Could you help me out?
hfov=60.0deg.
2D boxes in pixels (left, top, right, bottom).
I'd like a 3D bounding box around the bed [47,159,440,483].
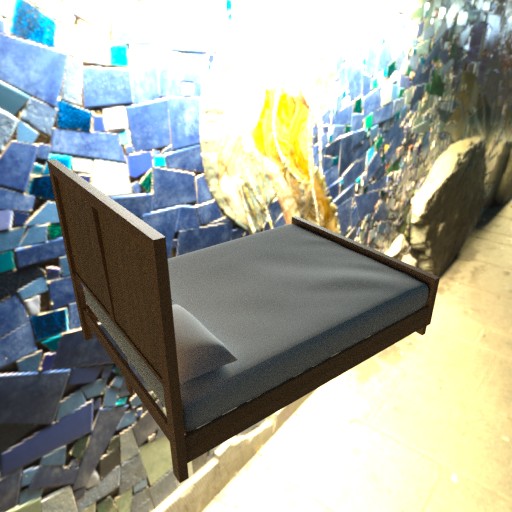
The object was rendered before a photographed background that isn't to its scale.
[{"bbox_3d":[0.000,0.000,3.180,2.184,1.387,1.606,-18,31,-33],"label":"bed"}]
